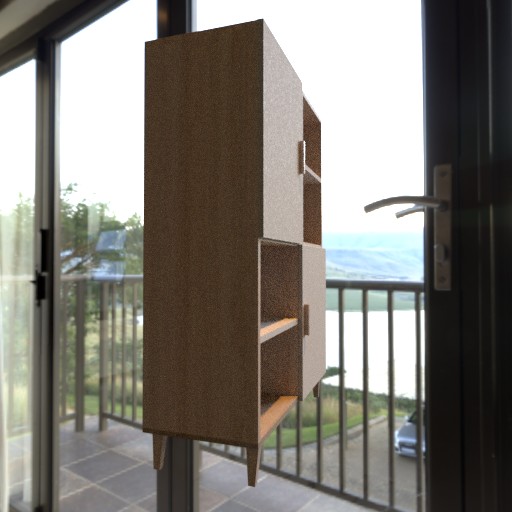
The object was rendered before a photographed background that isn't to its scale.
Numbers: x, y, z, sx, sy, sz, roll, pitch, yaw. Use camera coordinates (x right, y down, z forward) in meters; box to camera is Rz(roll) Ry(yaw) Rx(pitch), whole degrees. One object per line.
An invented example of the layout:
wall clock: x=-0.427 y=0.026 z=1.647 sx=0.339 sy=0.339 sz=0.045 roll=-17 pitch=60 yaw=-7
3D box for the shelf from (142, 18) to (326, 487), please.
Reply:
shelf: x=0.000 y=0.000 z=1.847 sx=0.434 sy=1.405 sz=0.995 roll=0 pitch=-1 yaw=19
